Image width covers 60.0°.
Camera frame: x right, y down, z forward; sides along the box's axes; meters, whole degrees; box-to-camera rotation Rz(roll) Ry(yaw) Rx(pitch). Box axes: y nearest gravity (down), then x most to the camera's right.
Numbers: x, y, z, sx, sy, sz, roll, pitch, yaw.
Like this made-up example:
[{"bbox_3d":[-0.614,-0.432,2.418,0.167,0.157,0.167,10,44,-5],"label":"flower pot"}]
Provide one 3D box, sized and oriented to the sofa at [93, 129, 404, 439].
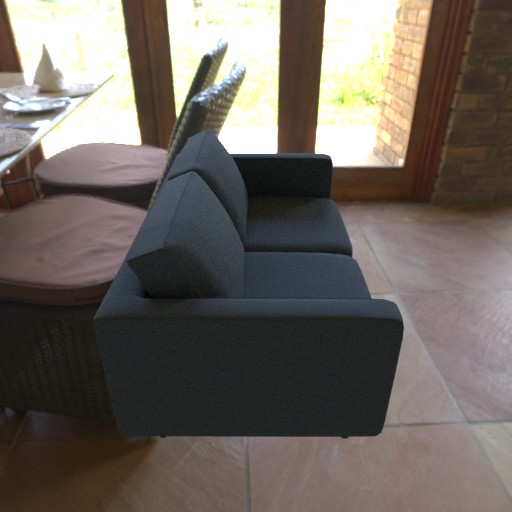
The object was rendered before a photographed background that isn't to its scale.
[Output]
[{"bbox_3d":[0.000,0.000,2.195,0.999,0.907,1.659,0,30,0],"label":"sofa"}]
